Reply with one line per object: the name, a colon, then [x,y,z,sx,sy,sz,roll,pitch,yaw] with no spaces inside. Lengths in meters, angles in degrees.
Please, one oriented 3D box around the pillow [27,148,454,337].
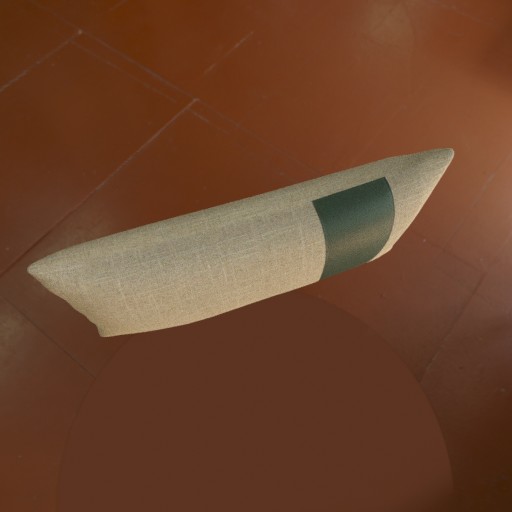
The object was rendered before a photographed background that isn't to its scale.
pillow: [0.000,0.000,1.036,0.859,0.429,0.197,-17,65,-8]
